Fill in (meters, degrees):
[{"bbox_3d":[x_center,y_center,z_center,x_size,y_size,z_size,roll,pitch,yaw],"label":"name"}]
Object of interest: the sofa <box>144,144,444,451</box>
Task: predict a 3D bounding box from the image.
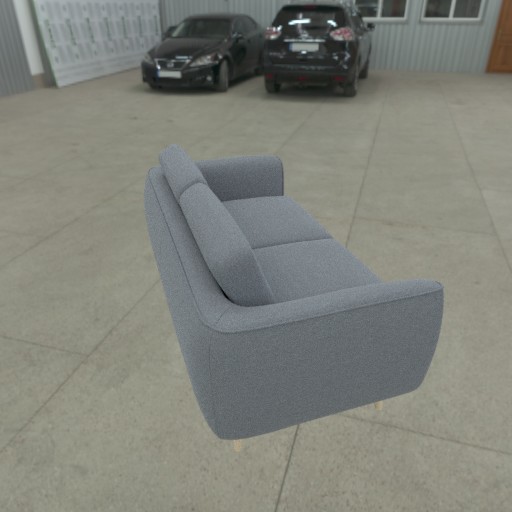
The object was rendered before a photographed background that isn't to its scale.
[{"bbox_3d":[0.000,0.000,2.165,0.920,0.850,1.700,-9,31,-16],"label":"sofa"}]
